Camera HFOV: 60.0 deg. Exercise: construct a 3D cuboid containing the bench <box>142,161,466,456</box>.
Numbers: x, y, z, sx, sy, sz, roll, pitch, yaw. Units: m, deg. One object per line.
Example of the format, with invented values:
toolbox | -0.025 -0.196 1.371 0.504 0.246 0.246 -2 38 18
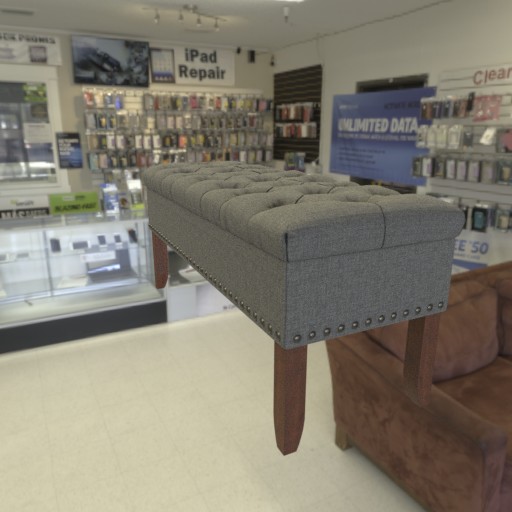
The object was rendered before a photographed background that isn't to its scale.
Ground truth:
bench | 0.000 0.000 1.285 0.417 0.470 1.052 -8 18 -25
